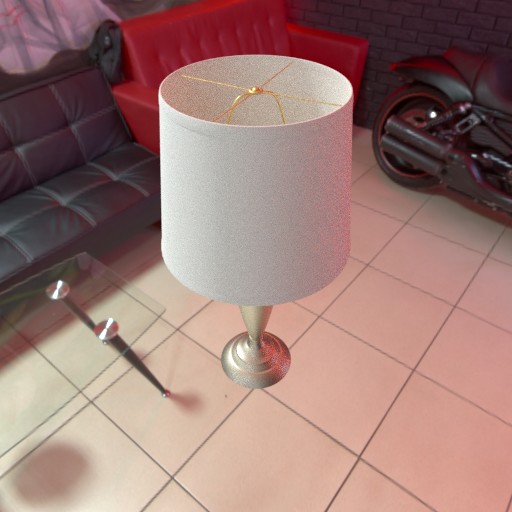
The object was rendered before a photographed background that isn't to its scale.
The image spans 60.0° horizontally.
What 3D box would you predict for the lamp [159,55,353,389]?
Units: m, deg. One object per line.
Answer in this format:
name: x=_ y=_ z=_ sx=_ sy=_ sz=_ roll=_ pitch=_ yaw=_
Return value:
lamp: x=0.000 y=0.000 z=0.808 sx=0.328 sy=0.619 sz=0.328 roll=0 pitch=41 yaw=0
